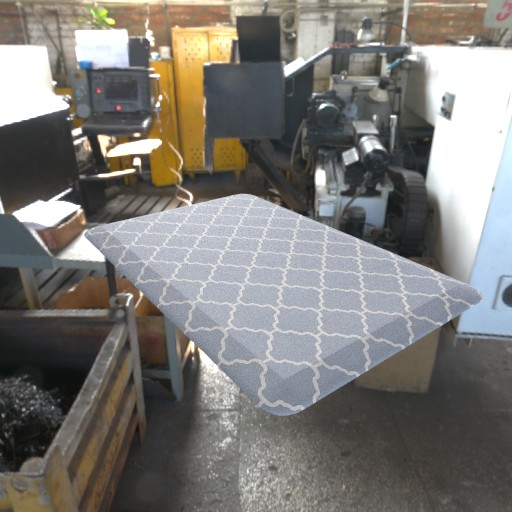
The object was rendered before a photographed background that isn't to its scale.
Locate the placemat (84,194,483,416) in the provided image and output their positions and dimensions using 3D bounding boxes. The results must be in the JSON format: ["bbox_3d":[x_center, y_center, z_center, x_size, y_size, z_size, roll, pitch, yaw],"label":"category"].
[{"bbox_3d":[0.000,0.000,0.948,0.508,0.021,0.762,-18,31,-33],"label":"placemat"}]
